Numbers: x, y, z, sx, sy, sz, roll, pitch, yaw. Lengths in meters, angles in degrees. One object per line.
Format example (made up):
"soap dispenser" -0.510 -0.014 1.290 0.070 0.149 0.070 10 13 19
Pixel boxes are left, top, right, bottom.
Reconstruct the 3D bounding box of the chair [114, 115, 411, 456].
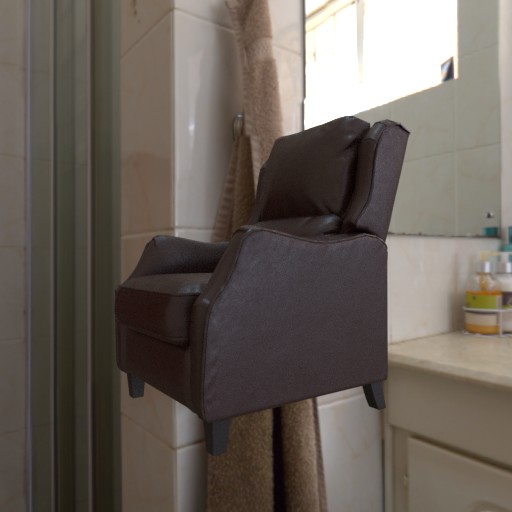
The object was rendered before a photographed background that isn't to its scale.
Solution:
"chair" 0.000 0.000 1.745 0.982 1.132 0.770 0 -1 -35
